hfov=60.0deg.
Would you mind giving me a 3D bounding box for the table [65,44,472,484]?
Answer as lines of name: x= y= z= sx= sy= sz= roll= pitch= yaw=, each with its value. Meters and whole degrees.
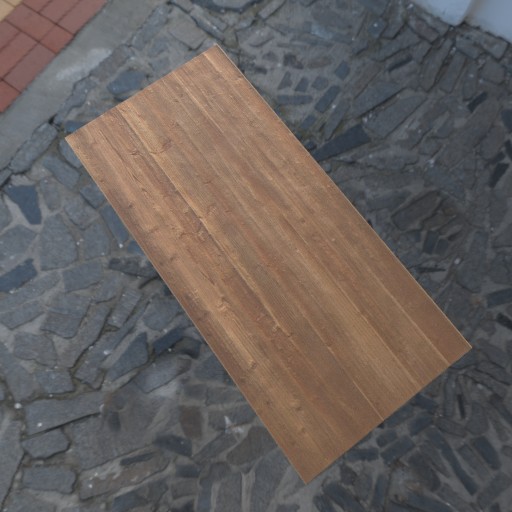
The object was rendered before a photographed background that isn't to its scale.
table: x=0.000 y=0.000 z=2.497 sx=0.952 sy=0.760 sz=2.003 roll=-35 pitch=78 yaw=-8
